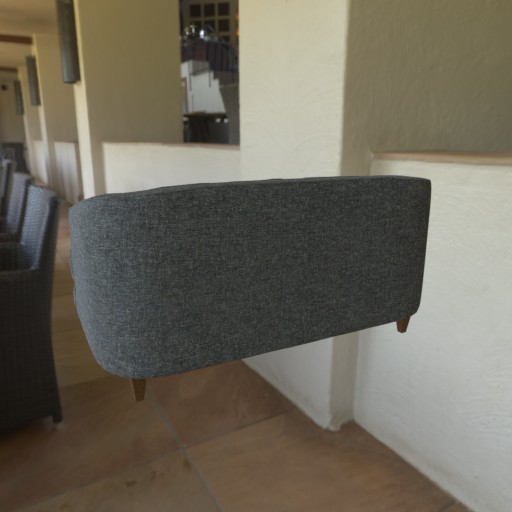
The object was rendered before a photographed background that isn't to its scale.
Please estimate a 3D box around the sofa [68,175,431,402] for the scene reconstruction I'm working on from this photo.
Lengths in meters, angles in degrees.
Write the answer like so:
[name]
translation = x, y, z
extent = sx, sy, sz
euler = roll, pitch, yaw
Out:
[sofa]
translation = 0.000, 0.000, 2.290
extent = 1.733, 0.855, 0.941
euler = -7, 16, -26
